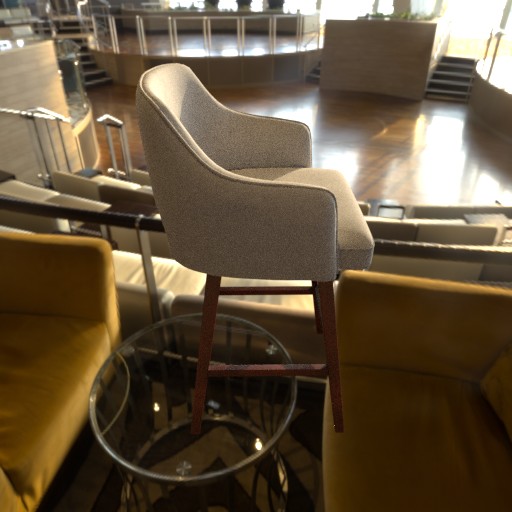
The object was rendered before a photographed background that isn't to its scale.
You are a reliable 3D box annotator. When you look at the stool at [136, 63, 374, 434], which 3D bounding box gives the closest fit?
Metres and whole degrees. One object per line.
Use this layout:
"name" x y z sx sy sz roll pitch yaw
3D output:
"stool" 0.000 0.000 1.305 0.558 1.012 0.548 0 33 -1
